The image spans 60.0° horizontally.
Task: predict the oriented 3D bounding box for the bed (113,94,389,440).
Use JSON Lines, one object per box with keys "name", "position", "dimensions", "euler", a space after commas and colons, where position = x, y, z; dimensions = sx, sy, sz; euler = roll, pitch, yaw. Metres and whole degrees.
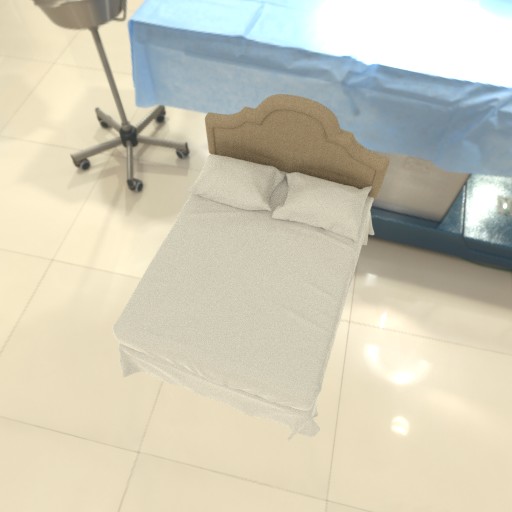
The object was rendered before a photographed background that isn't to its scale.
{"name": "bed", "position": [0.000, 0.000, 3.546], "dimensions": [1.780, 1.634, 2.222], "euler": [17, 59, 11]}
